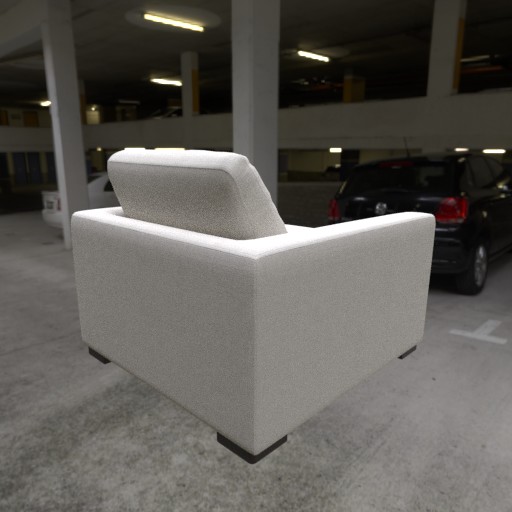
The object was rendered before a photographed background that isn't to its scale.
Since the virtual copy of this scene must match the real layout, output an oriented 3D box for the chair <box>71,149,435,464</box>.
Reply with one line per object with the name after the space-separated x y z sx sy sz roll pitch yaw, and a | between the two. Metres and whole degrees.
0.000 0.000 1.868 1.070 0.876 1.100 13 19 43 | chair
